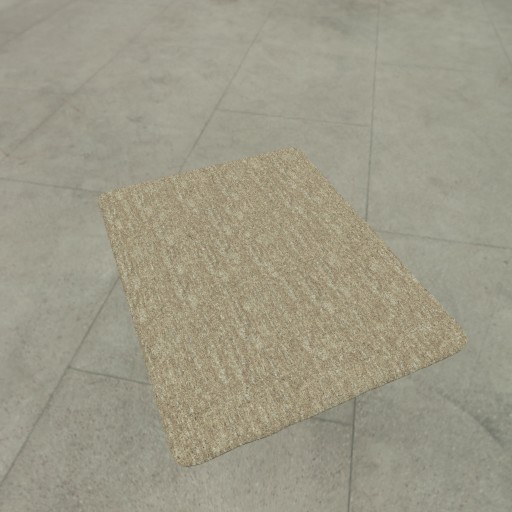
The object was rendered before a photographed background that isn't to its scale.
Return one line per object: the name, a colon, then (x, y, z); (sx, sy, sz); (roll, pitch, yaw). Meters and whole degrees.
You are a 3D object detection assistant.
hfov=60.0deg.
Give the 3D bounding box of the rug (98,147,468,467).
rug: (0.000, 0.000, 3.787); (2.242, 0.050, 2.873); (-17, 48, -16)
